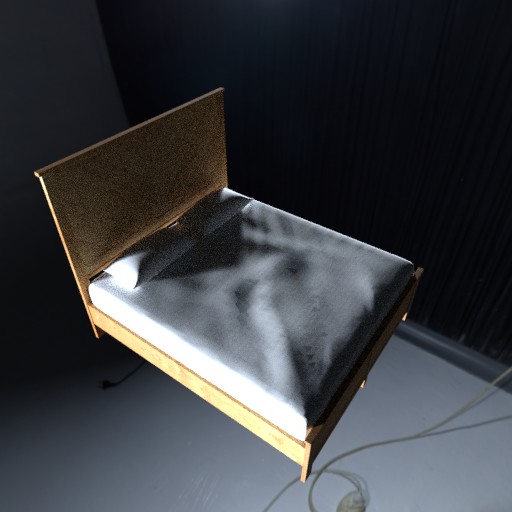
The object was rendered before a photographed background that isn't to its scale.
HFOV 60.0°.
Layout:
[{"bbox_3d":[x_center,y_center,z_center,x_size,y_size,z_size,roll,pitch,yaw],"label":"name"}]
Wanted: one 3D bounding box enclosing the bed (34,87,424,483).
[{"bbox_3d":[0.000,0.000,3.567,2.201,1.686,1.936,25,46,27],"label":"bed"}]
